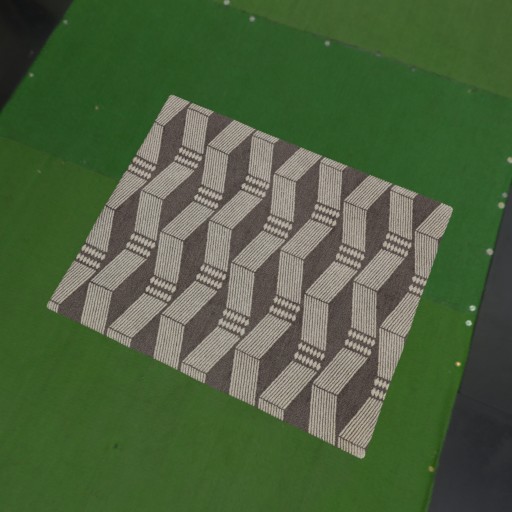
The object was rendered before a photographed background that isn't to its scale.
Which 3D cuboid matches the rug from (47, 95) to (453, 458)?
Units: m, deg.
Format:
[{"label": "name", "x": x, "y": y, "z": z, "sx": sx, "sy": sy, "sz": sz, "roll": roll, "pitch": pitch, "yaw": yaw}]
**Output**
[{"label": "rug", "x": 0.000, "y": 0.000, "z": 4.114, "sx": 3.048, "sy": 0.016, "sz": 2.438, "roll": 24, "pitch": 76, "yaw": 6}]
